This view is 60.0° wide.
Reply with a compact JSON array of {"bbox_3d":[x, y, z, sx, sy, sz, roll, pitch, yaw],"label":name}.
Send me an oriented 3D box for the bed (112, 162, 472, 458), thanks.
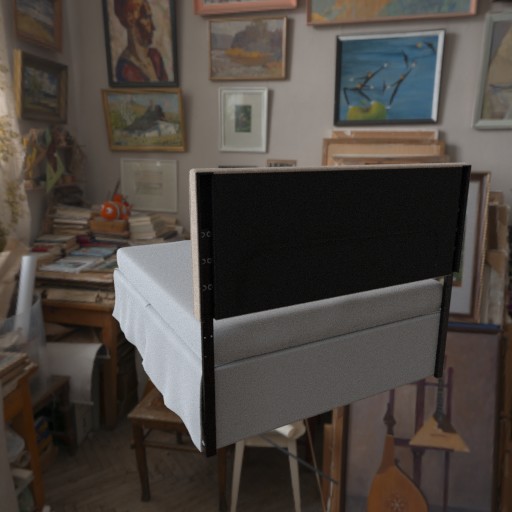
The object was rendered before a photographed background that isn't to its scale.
[{"bbox_3d":[0.000,0.000,3.010,1.643,1.270,1.978,-7,15,-27],"label":"bed"}]
